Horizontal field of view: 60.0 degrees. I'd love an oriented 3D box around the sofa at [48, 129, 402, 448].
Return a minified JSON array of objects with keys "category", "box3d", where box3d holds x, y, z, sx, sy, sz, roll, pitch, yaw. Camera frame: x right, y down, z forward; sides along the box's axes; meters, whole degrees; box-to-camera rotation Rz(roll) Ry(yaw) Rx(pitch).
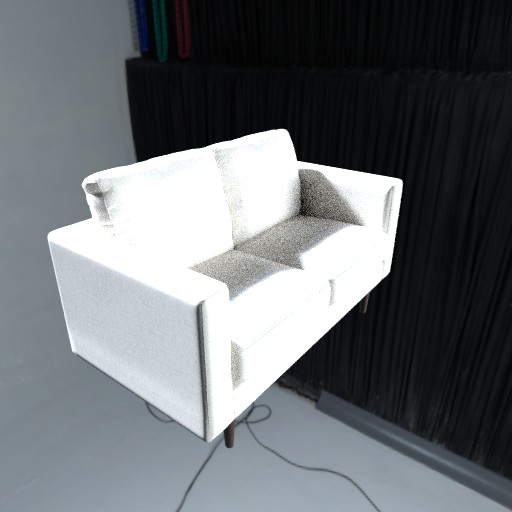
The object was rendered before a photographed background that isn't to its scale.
[{"category":"sofa","box3d":[0.000,0.000,1.959,0.796,0.908,1.430,18,31,33]}]
